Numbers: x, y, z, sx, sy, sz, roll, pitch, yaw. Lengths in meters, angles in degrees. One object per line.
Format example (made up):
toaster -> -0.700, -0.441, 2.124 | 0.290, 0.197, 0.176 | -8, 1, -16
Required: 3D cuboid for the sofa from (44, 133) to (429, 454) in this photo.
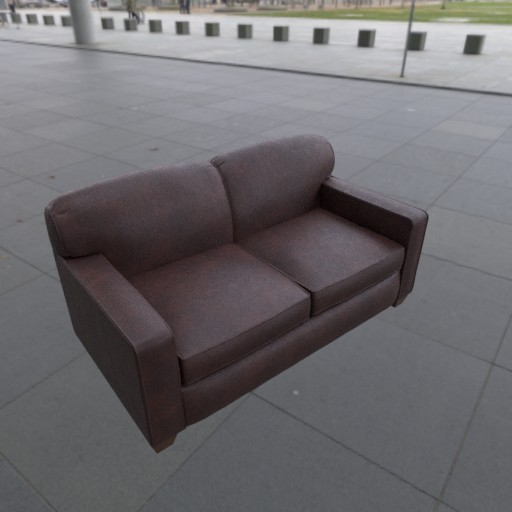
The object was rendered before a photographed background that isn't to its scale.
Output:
sofa -> 0.000, 0.000, 2.454 | 1.856, 0.966, 1.000 | -22, 37, -32
